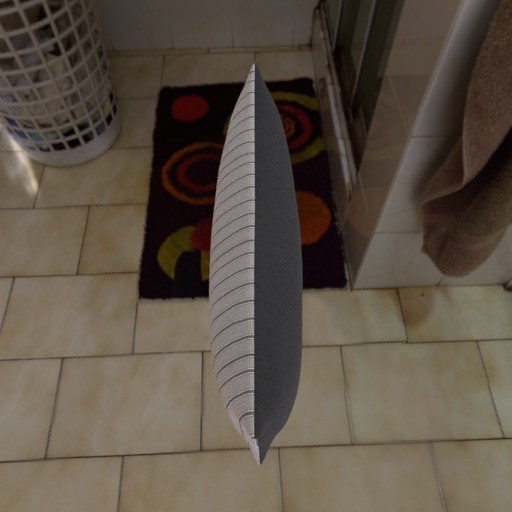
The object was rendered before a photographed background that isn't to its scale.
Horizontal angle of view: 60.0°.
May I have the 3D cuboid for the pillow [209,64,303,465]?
[{"bbox_3d":[0.000,0.000,0.739,0.151,0.305,0.609,0,60,0],"label":"pillow"}]
